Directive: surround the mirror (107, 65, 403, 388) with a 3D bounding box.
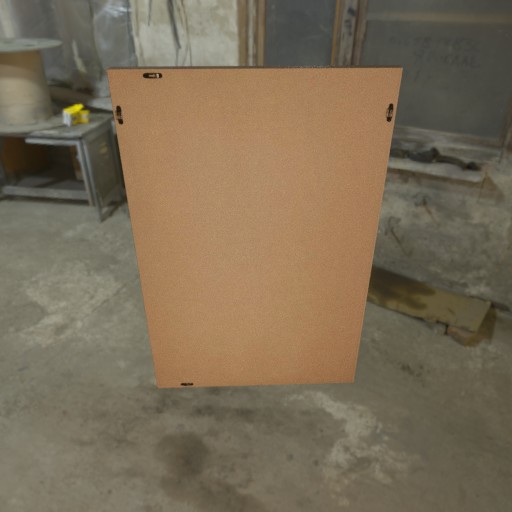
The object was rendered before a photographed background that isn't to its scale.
[{"bbox_3d":[0.000,0.000,1.157,0.609,0.915,0.041,-1,31,-2],"label":"mirror"}]
